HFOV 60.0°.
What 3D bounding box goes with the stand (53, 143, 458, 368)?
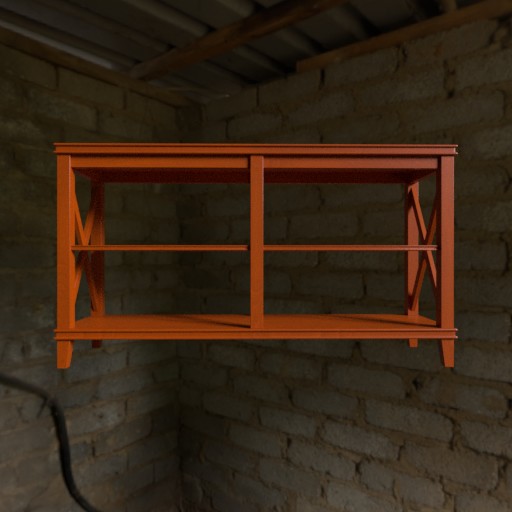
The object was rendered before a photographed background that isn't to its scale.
[{"bbox_3d":[0.000,0.000,1.693,1.372,0.762,0.381,0,0,-1],"label":"stand"}]
